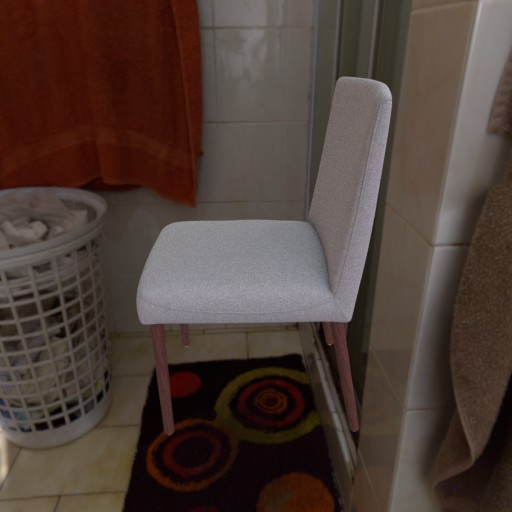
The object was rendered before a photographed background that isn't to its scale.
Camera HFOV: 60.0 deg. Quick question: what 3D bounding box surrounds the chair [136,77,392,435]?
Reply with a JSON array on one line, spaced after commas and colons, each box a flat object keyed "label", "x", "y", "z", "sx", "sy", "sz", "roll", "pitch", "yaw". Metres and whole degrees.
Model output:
[{"label": "chair", "x": 0.000, "y": 0.000, "z": 1.168, "sx": 0.570, "sy": 0.859, "sz": 0.456, "roll": -1, "pitch": 26, "yaw": -1}]
